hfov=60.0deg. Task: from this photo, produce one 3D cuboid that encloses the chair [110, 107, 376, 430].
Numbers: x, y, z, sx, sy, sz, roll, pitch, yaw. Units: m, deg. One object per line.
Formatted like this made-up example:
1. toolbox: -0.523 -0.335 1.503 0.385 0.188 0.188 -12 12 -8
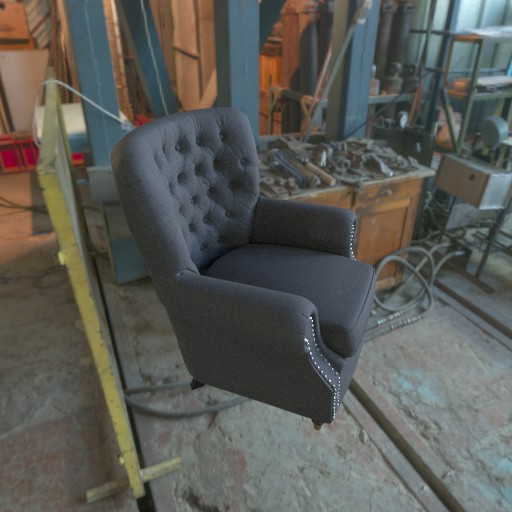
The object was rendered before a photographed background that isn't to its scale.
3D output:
1. chair: 0.000 0.000 1.856 0.983 1.046 0.983 11 31 18
